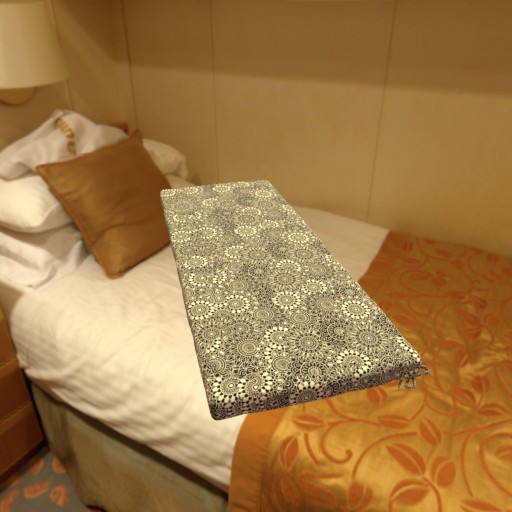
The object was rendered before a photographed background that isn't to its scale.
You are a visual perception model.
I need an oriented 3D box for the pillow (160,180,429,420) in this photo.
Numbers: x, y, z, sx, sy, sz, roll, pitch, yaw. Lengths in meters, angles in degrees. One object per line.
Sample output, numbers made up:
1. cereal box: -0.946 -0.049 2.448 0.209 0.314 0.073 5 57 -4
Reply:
1. pillow: 0.000 0.000 1.371 0.492 0.081 1.187 -8 30 -13
